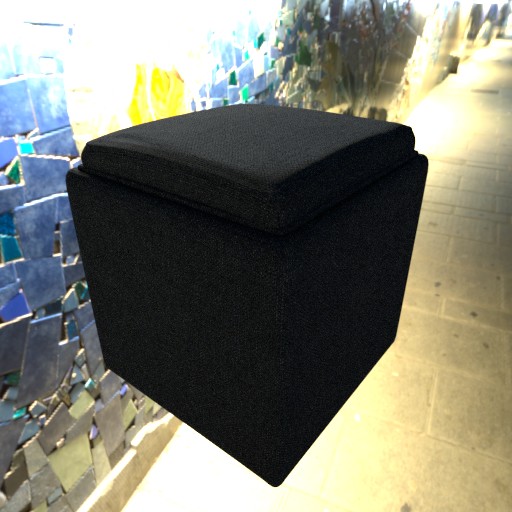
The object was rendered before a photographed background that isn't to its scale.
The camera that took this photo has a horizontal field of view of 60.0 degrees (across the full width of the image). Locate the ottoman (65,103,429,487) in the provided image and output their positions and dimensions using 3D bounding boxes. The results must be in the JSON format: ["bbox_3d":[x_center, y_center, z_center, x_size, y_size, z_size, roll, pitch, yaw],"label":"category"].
[{"bbox_3d":[0.000,0.000,0.825,0.436,0.493,0.454,21,35,33],"label":"ottoman"}]
